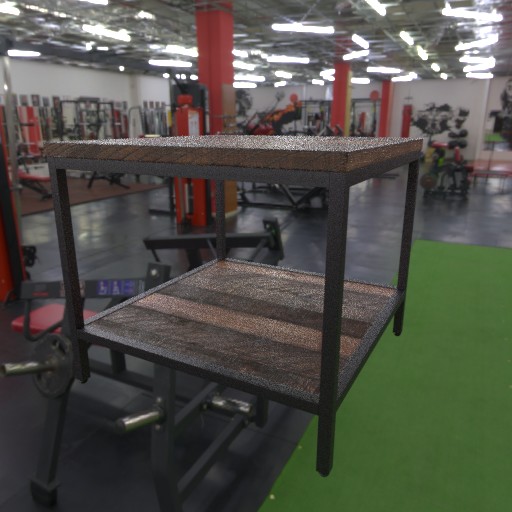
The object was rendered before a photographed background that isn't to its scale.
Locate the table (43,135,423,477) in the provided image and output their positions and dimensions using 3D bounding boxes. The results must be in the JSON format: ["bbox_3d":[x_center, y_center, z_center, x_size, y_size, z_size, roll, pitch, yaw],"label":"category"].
[{"bbox_3d":[0.000,0.000,0.949,0.548,0.482,0.553,9,19,27],"label":"table"}]
